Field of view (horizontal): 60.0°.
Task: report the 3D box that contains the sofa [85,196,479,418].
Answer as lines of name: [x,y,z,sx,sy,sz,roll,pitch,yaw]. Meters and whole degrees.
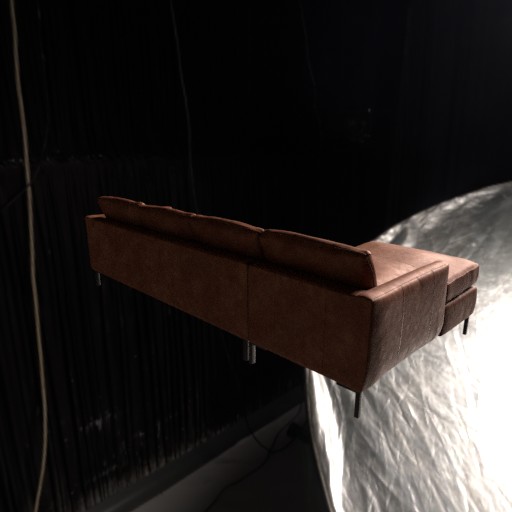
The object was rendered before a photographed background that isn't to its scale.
sofa: [0.000,0.000,3.594,1.471,0.859,2.993,-15,22,-43]
